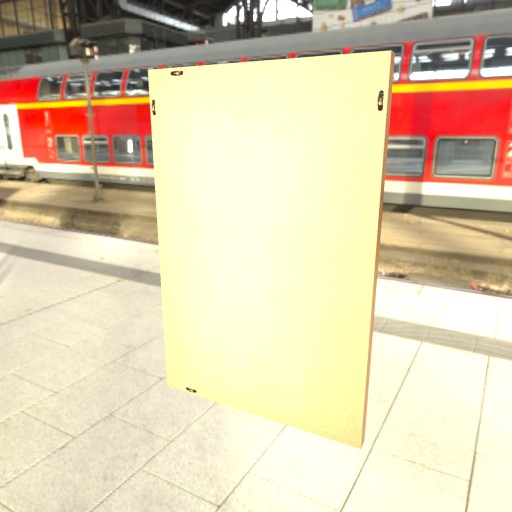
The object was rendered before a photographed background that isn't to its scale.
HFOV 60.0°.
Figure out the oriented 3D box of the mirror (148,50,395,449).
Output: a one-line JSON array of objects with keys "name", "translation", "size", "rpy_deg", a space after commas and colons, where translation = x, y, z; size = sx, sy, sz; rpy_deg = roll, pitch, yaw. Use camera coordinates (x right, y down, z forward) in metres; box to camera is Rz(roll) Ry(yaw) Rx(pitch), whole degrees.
[{"name": "mirror", "translation": [0.000, 0.000, 1.132], "size": [0.609, 0.915, 0.040], "rpy_deg": [8, 18, 27]}]
